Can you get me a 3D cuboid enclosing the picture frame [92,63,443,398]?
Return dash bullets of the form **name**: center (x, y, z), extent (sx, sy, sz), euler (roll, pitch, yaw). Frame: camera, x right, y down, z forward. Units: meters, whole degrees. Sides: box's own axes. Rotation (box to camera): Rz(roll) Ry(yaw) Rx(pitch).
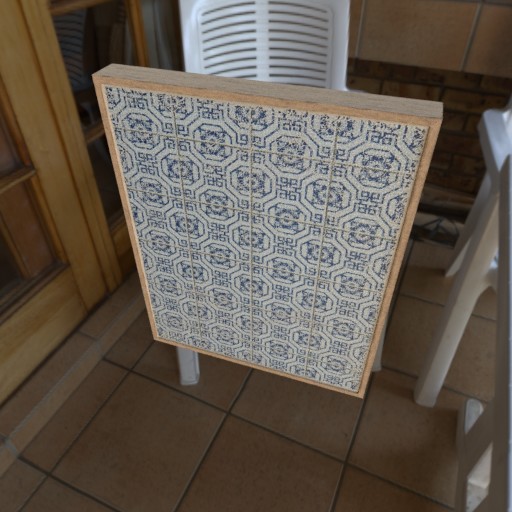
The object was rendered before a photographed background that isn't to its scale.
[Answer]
- **picture frame**: center (0.000, 0.000, 0.696), extent (0.421, 0.526, 0.046), euler (12, 42, 14)
